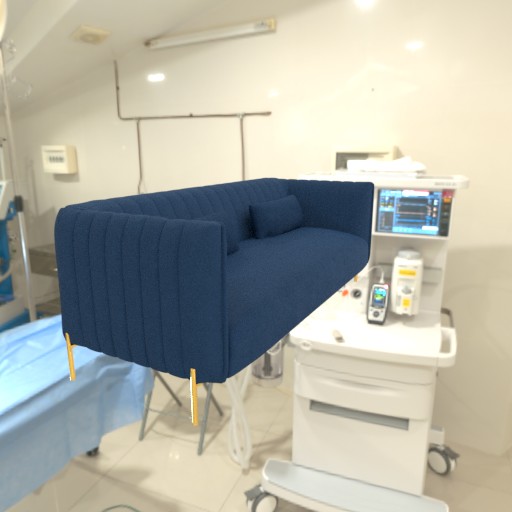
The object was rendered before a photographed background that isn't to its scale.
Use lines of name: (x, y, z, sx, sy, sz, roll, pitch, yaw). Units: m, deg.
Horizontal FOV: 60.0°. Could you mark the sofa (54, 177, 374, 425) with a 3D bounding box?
sofa: (0.000, 0.000, 2.635, 0.896, 0.793, 2.136, 8, 16, 28)
